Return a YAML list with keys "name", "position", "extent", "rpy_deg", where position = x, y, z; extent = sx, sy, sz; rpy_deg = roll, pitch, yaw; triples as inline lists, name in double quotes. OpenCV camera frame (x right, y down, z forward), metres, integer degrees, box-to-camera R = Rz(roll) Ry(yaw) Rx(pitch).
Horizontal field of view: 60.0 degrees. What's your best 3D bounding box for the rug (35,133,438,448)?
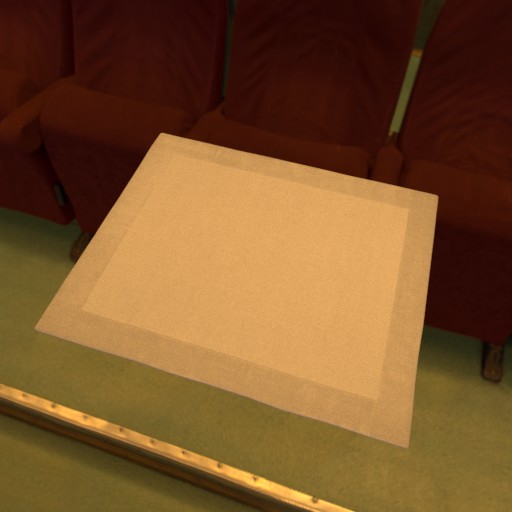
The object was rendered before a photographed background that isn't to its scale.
- name: "rug"
  position: [0.000, 0.000, 3.943]
  extent: [2.976, 0.018, 2.430]
  rpy_deg: [15, 58, 10]
